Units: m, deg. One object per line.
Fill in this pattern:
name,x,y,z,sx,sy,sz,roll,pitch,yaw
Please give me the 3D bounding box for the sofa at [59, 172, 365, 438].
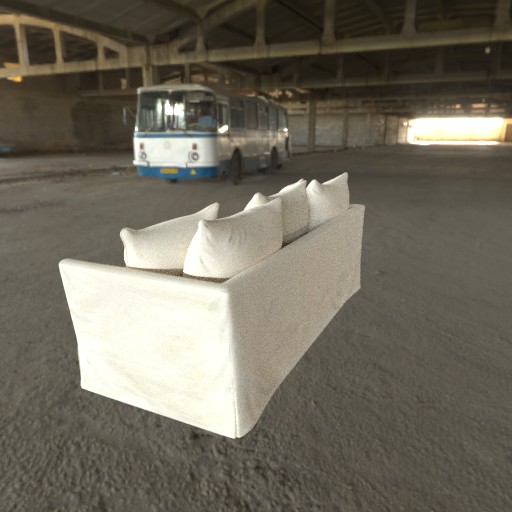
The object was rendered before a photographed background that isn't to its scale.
sofa,0.000,0.000,3.129,1.030,1.042,2.484,7,17,25
